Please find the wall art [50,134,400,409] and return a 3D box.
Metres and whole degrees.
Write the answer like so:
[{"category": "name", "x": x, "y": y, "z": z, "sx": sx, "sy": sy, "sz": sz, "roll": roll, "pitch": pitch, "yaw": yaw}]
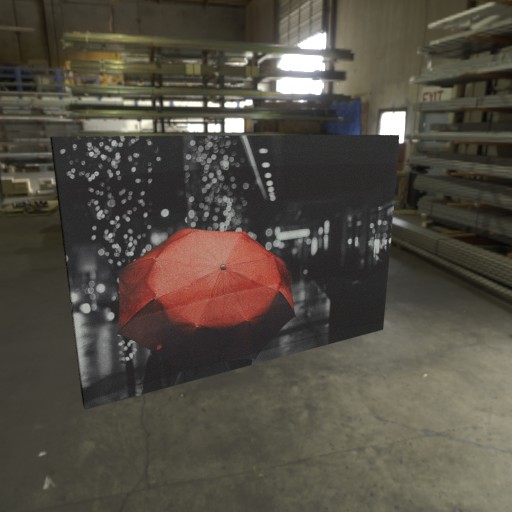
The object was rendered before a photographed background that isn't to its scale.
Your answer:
[{"category": "wall art", "x": 0.000, "y": 0.000, "z": 1.160, "sx": 0.914, "sy": 0.609, "sz": 0.038, "roll": -8, "pitch": 18, "yaw": -27}]
